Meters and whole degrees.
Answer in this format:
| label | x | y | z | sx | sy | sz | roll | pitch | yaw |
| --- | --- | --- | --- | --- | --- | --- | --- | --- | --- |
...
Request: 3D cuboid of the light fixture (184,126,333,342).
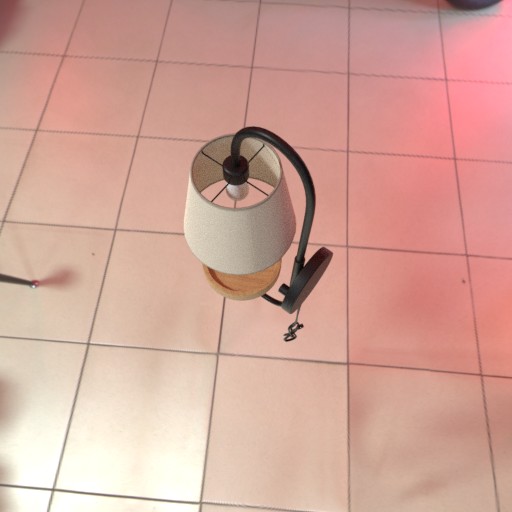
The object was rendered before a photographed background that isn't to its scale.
| label | x | y | z | sx | sy | sz | roll | pitch | yaw |
| --- | --- | --- | --- | --- | --- | --- | --- | --- | --- |
| light fixture | 0.000 | 0.000 | 0.951 | 0.299 | 0.821 | 0.220 | 35 | 70 | 15 |
